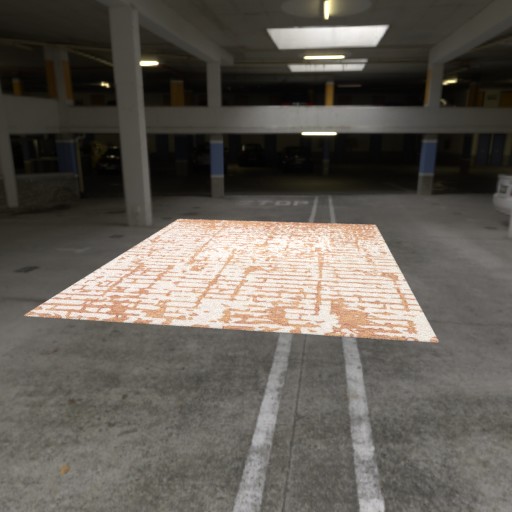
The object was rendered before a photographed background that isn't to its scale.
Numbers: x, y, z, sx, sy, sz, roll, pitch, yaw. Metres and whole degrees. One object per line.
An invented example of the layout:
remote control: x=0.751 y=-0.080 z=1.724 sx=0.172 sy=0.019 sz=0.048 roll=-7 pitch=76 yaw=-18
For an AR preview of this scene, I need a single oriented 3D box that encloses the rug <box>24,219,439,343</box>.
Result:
rug: x=0.000 y=0.000 z=4.002 sx=2.441 sy=0.011 sz=3.050 roll=2 pitch=16 yaw=8
